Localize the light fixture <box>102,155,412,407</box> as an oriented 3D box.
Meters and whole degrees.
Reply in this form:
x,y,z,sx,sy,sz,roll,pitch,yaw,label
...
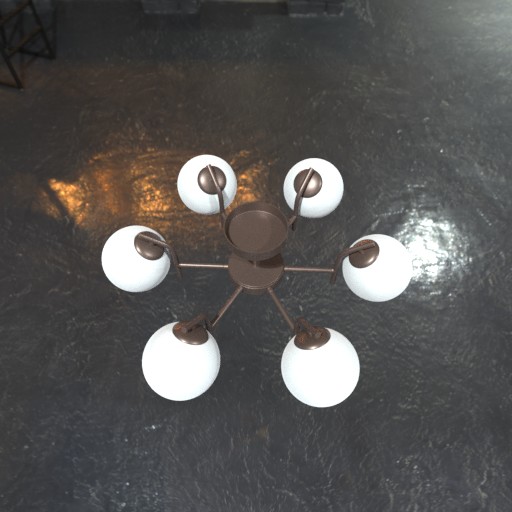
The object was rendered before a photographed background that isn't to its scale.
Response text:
x,y,z,sx,sy,sz,roll,pitch,yaw,label
0.000,0.000,0.934,0.662,0.201,0.662,0,56,0,light fixture
